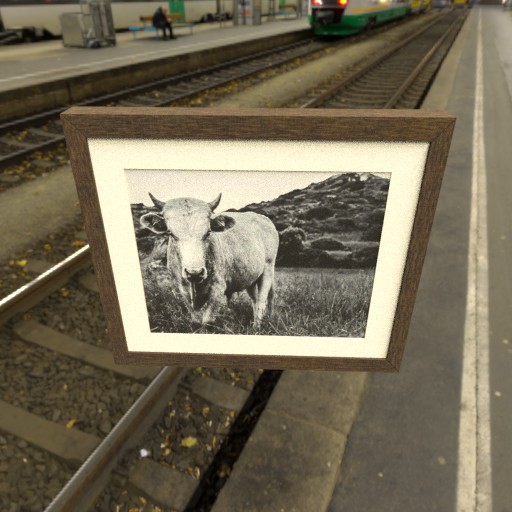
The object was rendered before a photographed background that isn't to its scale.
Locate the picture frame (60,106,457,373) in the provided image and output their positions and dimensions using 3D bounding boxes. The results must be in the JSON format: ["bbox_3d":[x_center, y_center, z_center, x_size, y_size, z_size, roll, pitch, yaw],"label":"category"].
[{"bbox_3d":[0.000,0.000,0.521,0.378,0.330,0.033,1,31,2],"label":"picture frame"}]
